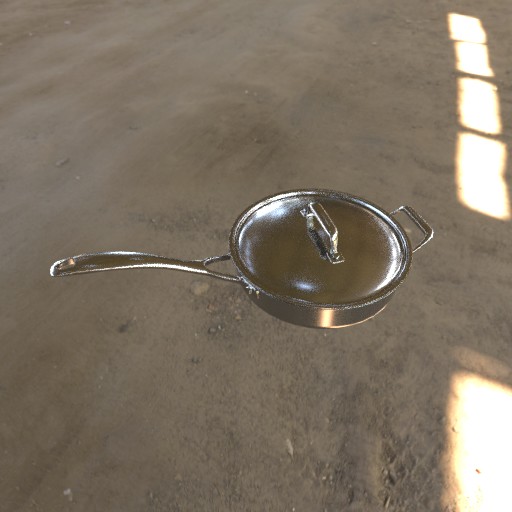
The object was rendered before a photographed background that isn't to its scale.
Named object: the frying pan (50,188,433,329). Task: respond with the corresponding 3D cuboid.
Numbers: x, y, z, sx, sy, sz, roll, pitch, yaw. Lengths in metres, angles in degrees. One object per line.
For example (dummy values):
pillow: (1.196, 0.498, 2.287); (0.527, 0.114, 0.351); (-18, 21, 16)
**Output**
frying pan: (0.000, 0.000, 0.667); (0.561, 0.114, 0.280); (-11, 44, -12)
